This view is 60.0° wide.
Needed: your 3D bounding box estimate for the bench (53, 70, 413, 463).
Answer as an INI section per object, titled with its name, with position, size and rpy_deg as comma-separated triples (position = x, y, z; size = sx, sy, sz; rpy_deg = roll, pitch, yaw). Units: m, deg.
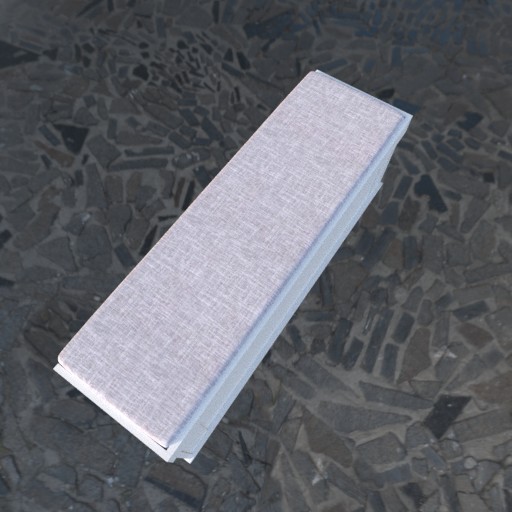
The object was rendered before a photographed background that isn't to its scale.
[bench]
position = 0.000, 0.000, 1.405
size = 0.363, 0.453, 1.196
rpy_deg = 32, 69, 14
